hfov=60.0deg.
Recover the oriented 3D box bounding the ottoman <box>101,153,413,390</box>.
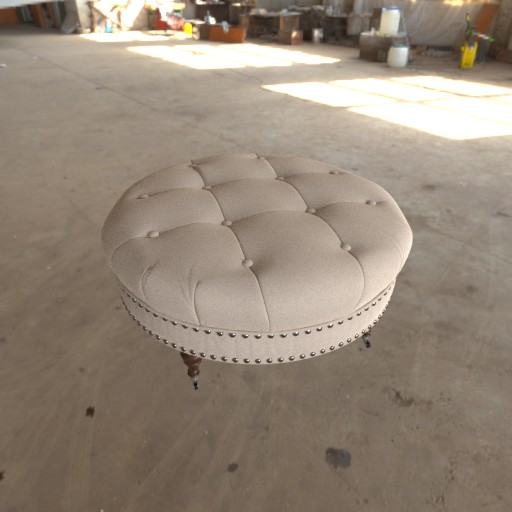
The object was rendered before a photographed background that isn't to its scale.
[{"bbox_3d":[0.000,0.000,1.398,0.901,0.439,0.901,0,32,0],"label":"ottoman"}]
